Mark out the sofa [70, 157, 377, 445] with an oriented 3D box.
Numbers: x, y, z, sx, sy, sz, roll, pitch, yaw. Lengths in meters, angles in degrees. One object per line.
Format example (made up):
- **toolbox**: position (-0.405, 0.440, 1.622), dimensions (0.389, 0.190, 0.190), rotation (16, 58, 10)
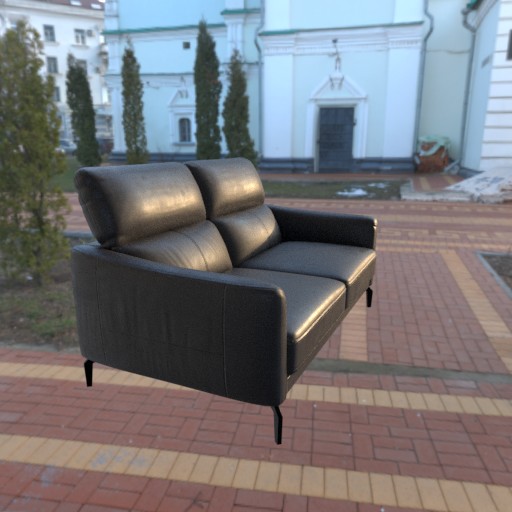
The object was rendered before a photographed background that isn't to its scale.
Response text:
- **sofa**: position (0.000, 0.000, 2.233), dimensions (0.958, 0.920, 1.596), rotation (7, 16, 25)
